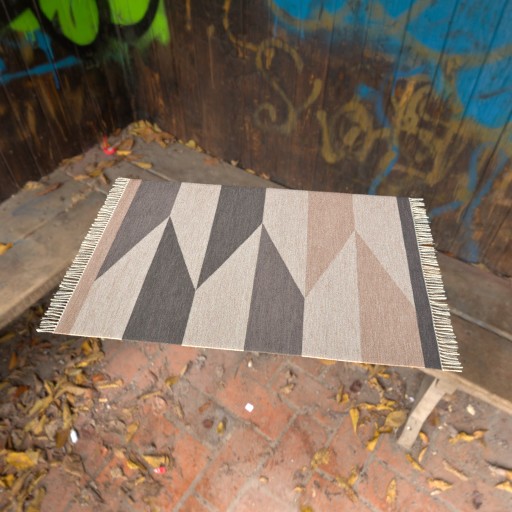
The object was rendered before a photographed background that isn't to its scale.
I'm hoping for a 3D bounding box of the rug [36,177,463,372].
[{"bbox_3d":[0.000,0.000,2.475,2.021,0.027,1.224,5,47,4],"label":"rug"}]
